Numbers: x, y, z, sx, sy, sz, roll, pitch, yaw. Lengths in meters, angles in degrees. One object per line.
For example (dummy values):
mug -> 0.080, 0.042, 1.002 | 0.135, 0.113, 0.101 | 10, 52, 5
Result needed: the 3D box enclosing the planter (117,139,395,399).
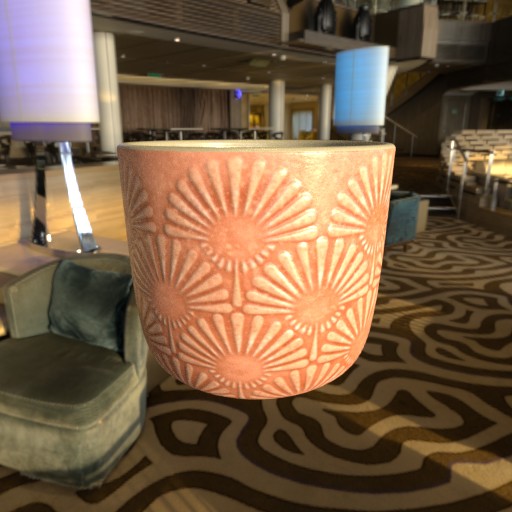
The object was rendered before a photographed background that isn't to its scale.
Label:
planter -> 0.000, 0.000, 0.220 | 0.124, 0.109, 0.124 | 0, 16, 0
